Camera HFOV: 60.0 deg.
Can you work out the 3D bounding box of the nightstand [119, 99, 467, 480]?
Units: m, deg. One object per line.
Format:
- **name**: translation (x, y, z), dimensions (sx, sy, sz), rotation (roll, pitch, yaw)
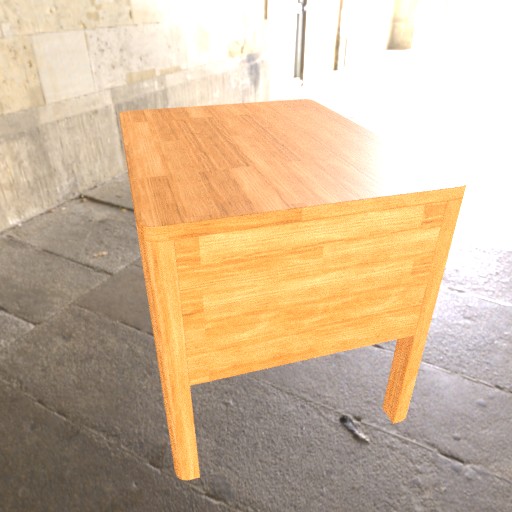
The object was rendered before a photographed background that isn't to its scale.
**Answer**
- **nightstand**: translation (0.000, 0.000, 0.888), dimensions (0.440, 0.470, 0.560), rotation (-9, 32, -14)
